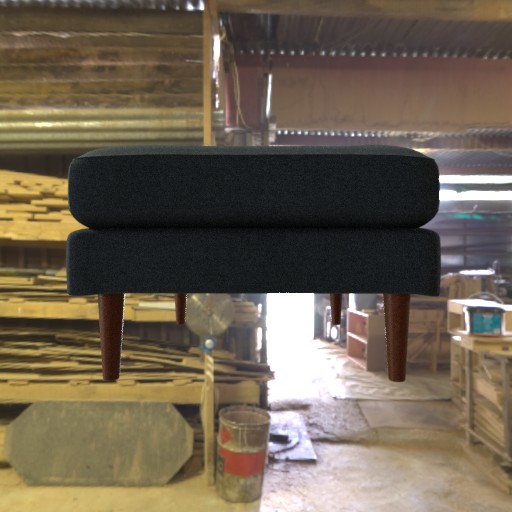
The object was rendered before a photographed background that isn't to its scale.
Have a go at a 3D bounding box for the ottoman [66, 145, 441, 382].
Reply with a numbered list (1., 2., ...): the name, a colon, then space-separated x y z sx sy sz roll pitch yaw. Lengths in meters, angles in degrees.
1. ottoman: 0.000 0.000 1.204 0.693 0.474 0.821 0 0 1
